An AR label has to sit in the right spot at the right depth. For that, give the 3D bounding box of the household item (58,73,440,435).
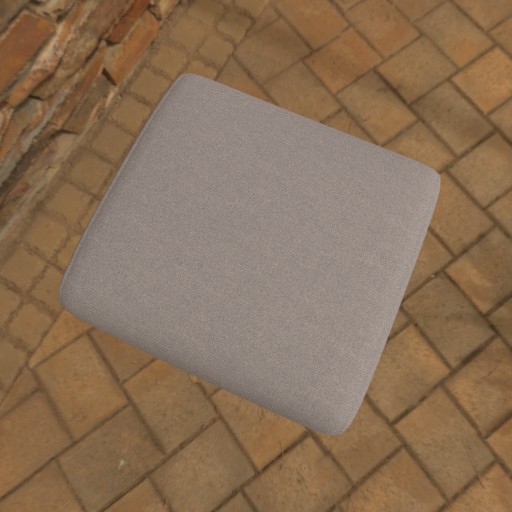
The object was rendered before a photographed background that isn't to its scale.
[{"bbox_3d":[0.000,0.000,0.891,0.530,0.410,0.530,24,77,6],"label":"household item"}]
